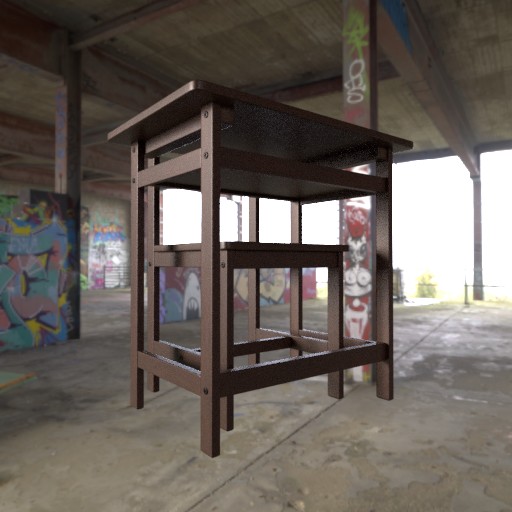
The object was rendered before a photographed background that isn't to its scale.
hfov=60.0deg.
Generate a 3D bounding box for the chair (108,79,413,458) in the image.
[{"bbox_3d":[0.000,0.000,1.043,0.599,0.673,0.463,0,-1,-38],"label":"chair"}]
